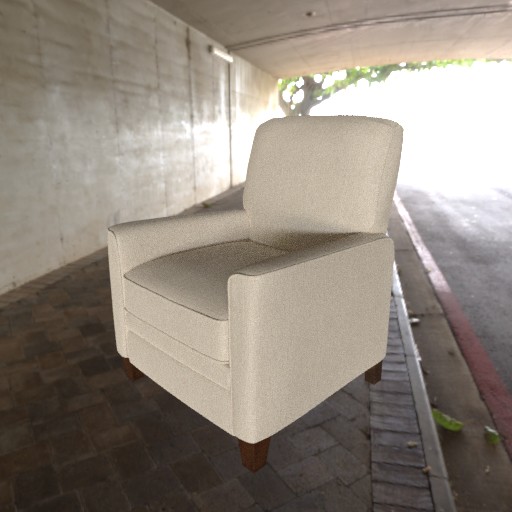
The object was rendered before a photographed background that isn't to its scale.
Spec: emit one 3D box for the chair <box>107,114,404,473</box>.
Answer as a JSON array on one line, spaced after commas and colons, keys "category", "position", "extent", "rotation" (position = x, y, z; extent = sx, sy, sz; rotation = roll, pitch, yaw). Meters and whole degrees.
[{"category": "chair", "position": [0.000, 0.000, 1.672], "extent": [0.858, 1.028, 0.841], "rotation": [-15, 22, -43]}]
